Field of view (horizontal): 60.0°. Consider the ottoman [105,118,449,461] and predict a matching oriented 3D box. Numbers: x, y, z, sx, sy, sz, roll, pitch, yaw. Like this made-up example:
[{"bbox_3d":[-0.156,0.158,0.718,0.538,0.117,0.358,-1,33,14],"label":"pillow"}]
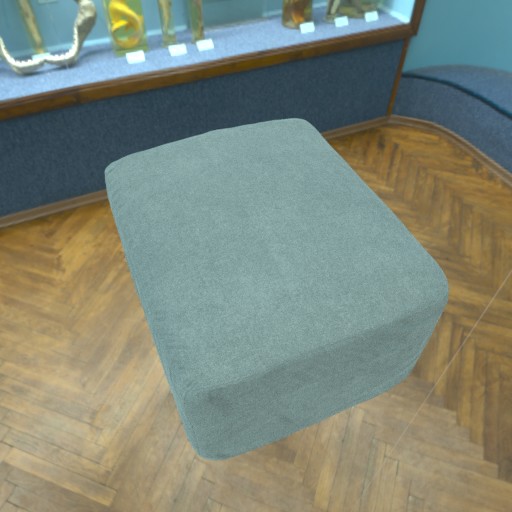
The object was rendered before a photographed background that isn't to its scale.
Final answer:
[{"bbox_3d":[0.000,0.000,1.260,0.683,0.481,0.837,-18,50,-15],"label":"ottoman"}]
